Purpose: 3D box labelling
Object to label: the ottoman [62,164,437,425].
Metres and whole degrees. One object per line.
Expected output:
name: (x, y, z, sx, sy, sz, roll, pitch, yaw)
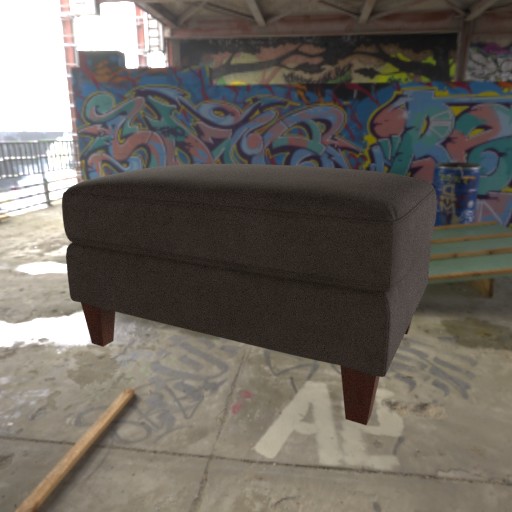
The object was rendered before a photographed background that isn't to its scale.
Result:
ottoman: (0.000, 0.000, 1.216, 0.864, 0.483, 0.584, 8, 18, 27)
